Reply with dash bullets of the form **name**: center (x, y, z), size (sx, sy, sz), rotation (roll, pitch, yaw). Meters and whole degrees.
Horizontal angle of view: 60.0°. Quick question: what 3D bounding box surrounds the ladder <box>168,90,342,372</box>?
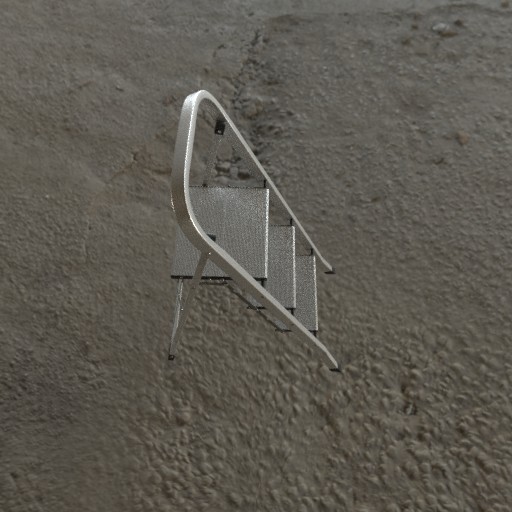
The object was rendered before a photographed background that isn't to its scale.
- **ladder**: center (0.000, 0.000, 1.429), size (0.704, 1.070, 0.465), rotation (1, 62, 1)
